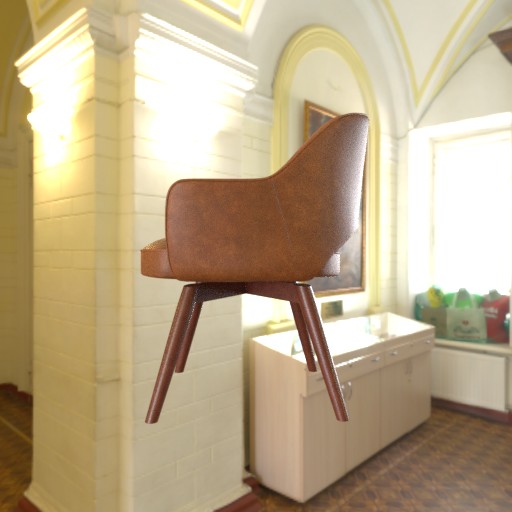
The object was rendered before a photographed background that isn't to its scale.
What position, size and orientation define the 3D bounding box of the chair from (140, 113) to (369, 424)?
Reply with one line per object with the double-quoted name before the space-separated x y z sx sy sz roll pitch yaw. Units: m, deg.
"chair" 0.000 0.000 1.268 0.640 0.777 0.591 0 0 -2
